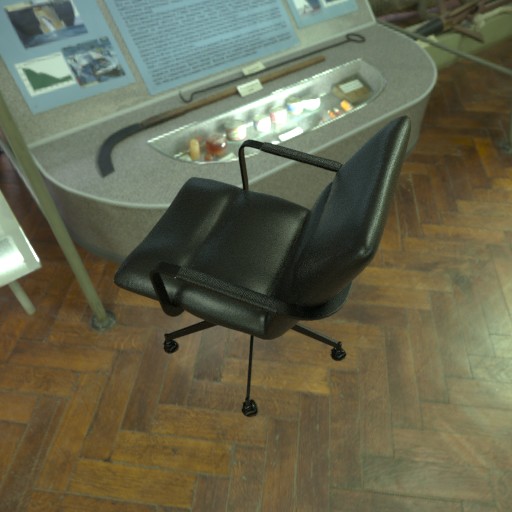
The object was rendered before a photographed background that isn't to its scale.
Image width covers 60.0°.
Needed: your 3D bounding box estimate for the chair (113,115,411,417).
[{"bbox_3d":[0.000,0.000,1.486,0.748,0.922,0.719,16,50,14],"label":"chair"}]
